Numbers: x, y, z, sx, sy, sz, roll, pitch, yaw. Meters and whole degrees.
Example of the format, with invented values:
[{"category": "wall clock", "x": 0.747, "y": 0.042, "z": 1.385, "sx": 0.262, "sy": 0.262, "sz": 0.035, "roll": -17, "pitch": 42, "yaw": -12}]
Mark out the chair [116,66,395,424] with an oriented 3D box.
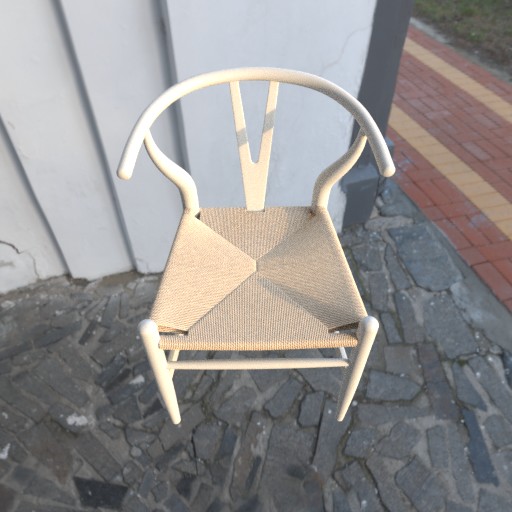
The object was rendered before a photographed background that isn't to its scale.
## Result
[{"category": "chair", "x": 0.000, "y": 0.000, "z": 1.135, "sx": 0.569, "sy": 0.730, "sz": 0.579, "roll": -1, "pitch": 47, "yaw": -1}]
